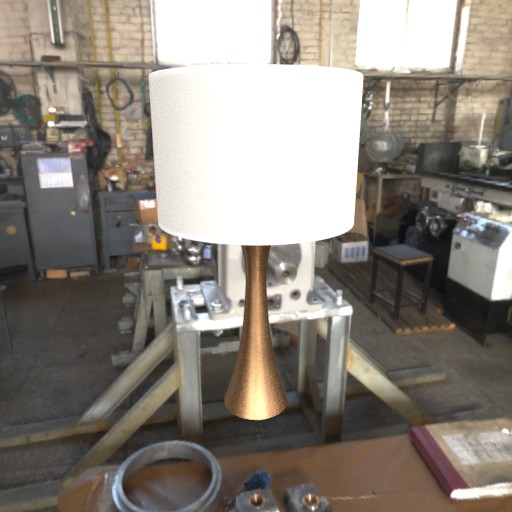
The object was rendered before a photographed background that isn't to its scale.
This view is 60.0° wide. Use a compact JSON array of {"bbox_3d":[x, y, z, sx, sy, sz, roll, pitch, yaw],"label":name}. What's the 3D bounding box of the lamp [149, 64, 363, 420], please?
[{"bbox_3d":[0.000,0.000,0.637,0.268,0.479,0.268,16,23,43],"label":"lamp"}]
